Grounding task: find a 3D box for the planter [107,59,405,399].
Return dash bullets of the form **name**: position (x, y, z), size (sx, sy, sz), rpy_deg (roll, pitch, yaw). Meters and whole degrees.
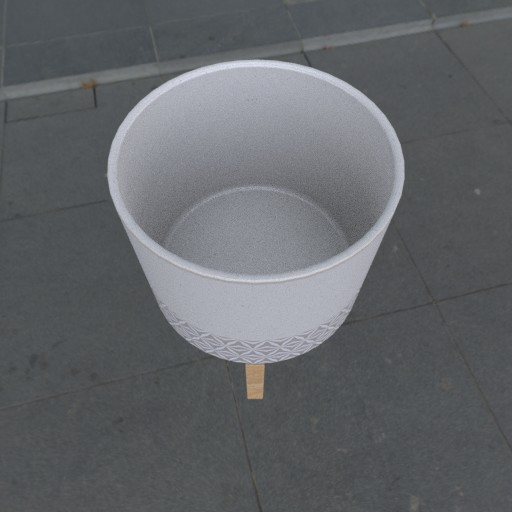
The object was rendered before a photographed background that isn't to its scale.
- **planter**: position (0.000, 0.000, 0.521), size (0.249, 0.343, 0.249), rpy_deg (0, 59, 0)
